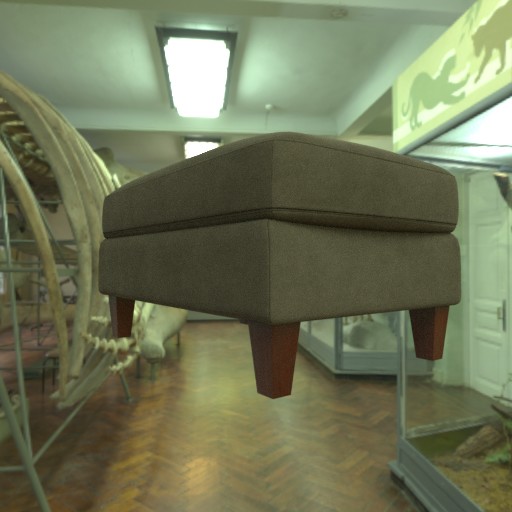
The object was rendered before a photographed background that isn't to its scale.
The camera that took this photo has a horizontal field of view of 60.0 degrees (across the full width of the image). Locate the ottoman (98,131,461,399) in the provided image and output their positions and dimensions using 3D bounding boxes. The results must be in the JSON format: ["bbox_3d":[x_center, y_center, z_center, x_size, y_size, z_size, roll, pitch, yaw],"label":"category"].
[{"bbox_3d":[0.000,0.000,1.191,0.584,0.483,0.864,1,-1,-37],"label":"ottoman"}]
